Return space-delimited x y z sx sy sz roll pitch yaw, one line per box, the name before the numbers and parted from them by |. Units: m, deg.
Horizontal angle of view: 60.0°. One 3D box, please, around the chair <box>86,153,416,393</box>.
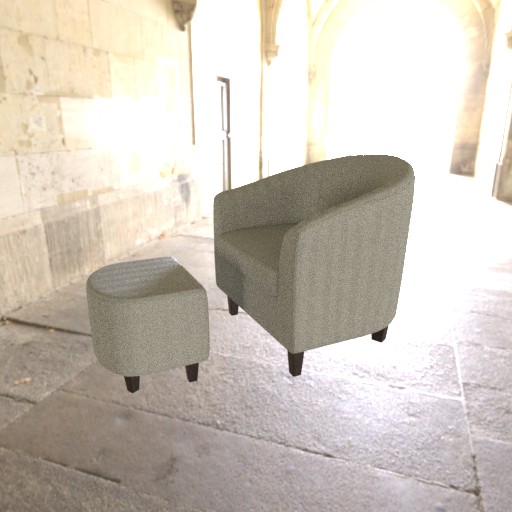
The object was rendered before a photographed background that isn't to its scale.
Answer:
chair | 0.000 0.000 1.771 1.288 0.757 0.756 -8 19 -24
